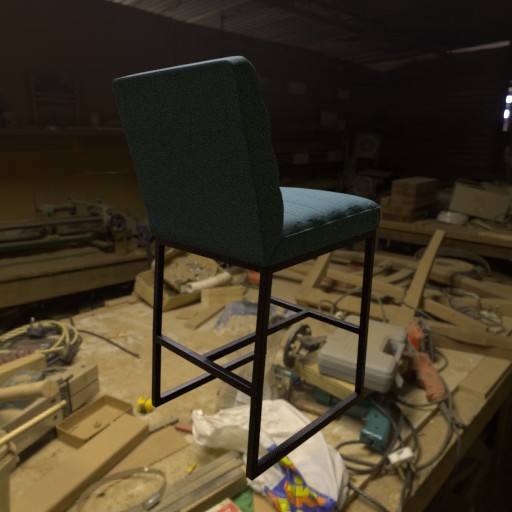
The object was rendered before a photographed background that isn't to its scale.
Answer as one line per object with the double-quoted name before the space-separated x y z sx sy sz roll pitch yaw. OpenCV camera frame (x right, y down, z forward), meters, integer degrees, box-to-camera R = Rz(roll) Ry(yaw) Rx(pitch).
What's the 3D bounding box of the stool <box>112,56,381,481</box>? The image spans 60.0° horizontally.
"stool" 0.000 0.000 1.239 0.560 0.940 0.460 -15 21 -43
